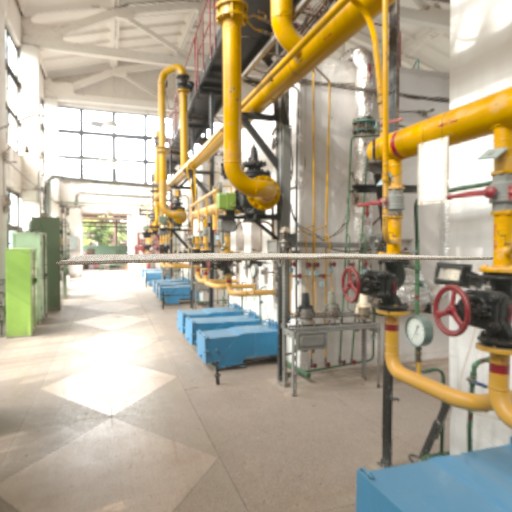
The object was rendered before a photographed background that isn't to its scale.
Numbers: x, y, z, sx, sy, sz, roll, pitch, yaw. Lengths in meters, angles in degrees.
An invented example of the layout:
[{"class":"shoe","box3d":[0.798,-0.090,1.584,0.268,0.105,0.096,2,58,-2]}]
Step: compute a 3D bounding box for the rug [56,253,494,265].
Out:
[{"class":"rug","box3d":[0.000,0.000,4.737,3.626,0.051,2.757,0,1,-17]}]
